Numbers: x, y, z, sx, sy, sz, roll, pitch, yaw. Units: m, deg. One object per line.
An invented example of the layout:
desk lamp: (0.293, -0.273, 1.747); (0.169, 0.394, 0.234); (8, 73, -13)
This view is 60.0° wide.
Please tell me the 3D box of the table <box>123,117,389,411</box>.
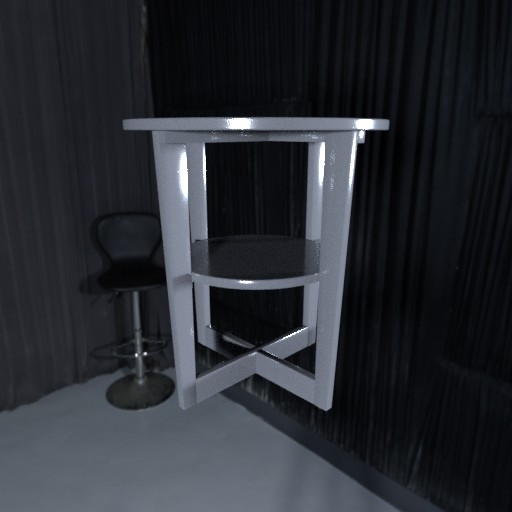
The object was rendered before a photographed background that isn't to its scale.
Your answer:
table: (0.000, 0.000, 0.940); (0.500, 0.550, 0.500); (0, 16, 0)
